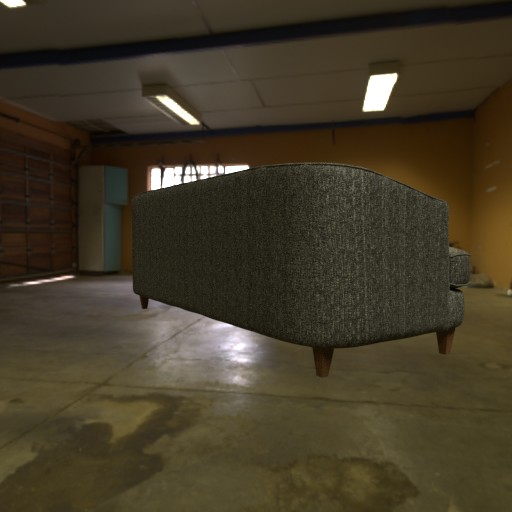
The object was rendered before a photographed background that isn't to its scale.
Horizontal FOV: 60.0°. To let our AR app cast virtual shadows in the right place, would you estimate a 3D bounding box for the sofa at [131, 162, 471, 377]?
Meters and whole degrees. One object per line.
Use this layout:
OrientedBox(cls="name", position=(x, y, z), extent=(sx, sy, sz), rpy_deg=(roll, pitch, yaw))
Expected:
OrientedBox(cls="sofa", position=(0.000, 0.000, 2.730), extent=(0.941, 0.855, 2.278), rpy_deg=(-2, 3, -35))
